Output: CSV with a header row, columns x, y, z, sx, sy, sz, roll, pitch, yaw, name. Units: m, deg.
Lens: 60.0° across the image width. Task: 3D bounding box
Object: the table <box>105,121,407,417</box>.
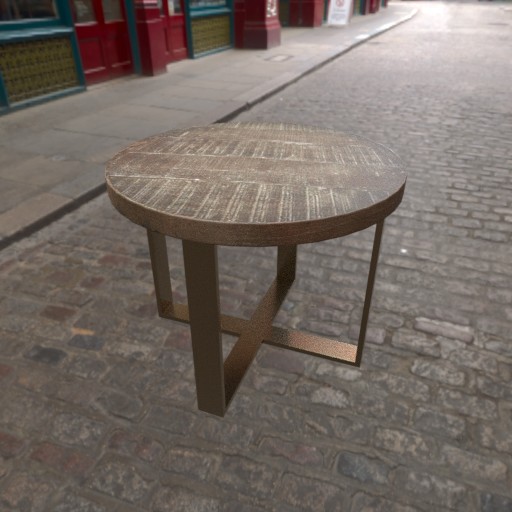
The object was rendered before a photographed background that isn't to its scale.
x,y,z,sx,sy,sz,roll,pitch,yaw,name
0.000,0.000,0.963,0.557,0.437,0.557,0,31,0,table
